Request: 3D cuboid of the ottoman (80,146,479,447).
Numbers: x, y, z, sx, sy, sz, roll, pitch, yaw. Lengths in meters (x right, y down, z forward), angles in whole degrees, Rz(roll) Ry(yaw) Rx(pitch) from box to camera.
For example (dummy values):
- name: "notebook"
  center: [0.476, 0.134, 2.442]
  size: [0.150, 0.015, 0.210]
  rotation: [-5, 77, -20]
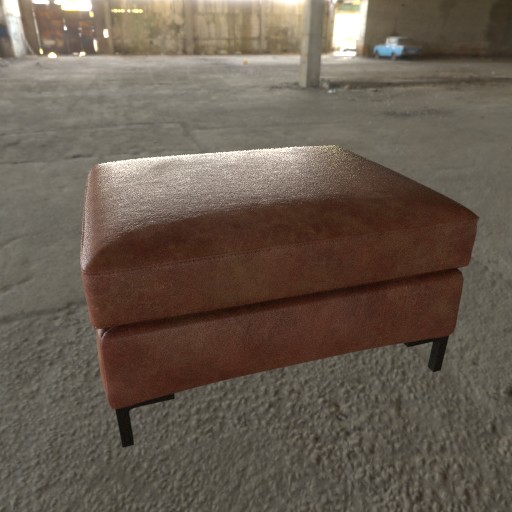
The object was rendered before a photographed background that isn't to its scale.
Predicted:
- name: "ottoman"
  center: [0.000, 0.000, 1.727]
  size: [1.186, 0.667, 0.965]
  rotation: [-8, 28, -16]
